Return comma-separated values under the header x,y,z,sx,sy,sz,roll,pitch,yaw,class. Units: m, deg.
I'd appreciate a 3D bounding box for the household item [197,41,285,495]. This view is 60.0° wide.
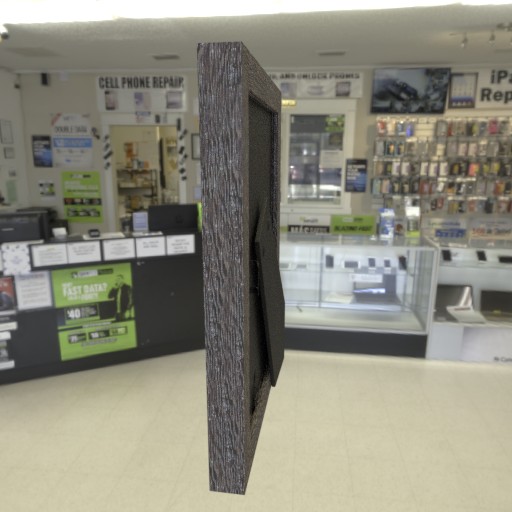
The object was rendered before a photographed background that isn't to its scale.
x,y,z,sx,sy,sz,roll,pitch,yaw,class
0.000,0.000,0.235,0.020,0.180,0.133,2,13,9,household item
